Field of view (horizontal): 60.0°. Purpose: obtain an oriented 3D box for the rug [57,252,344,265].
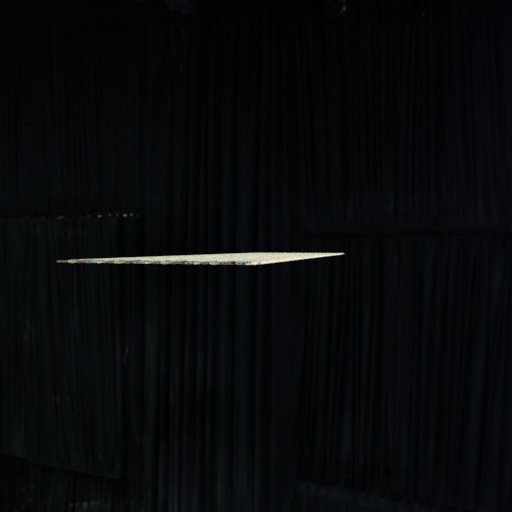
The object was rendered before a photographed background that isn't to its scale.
[{"bbox_3d":[0.000,0.000,2.681,0.769,0.013,2.440,0,1,18],"label":"rug"}]
